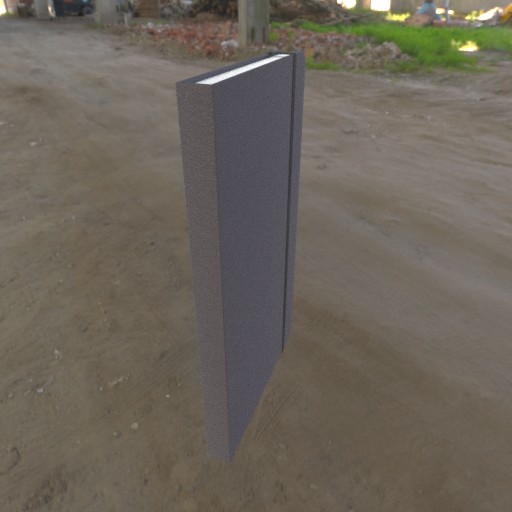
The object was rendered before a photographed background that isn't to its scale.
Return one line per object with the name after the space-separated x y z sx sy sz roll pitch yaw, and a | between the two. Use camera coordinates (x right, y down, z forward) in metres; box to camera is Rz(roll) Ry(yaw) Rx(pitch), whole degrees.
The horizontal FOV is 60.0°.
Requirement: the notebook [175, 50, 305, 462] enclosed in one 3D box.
0.000 0.000 0.263 0.016 0.213 0.127 11 32 18 | notebook
